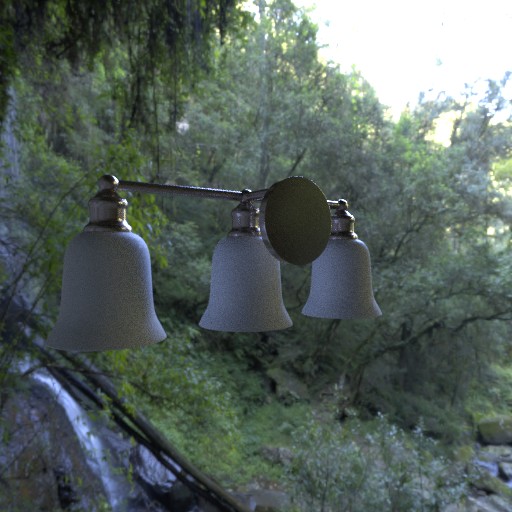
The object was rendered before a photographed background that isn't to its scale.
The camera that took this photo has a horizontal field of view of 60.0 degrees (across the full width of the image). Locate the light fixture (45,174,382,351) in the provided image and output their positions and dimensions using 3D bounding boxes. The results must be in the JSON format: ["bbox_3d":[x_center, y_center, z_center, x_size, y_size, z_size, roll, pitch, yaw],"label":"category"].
[{"bbox_3d":[0.000,0.000,0.666,0.570,0.211,0.198,0,0,-36],"label":"light fixture"}]
